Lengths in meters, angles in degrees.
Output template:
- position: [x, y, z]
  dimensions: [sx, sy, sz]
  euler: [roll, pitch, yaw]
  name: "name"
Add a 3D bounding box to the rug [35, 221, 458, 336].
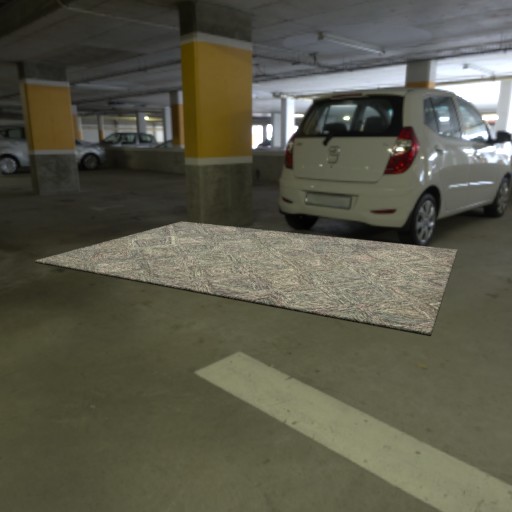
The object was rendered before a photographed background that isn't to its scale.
- position: [0.000, 0.000, 2.864]
  dimensions: [2.298, 0.017, 1.501]
  euler: [8, 17, 26]
  name: "rug"
